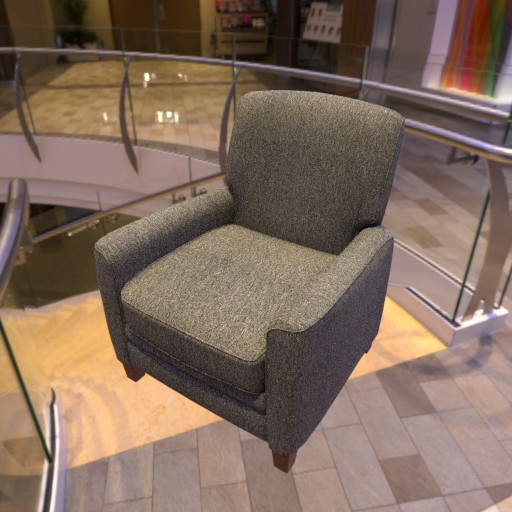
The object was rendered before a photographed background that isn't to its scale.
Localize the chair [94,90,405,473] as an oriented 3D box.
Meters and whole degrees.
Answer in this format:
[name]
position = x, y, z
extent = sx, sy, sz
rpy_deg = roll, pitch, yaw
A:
[chair]
position = 0.000, 0.000, 1.607
extent = 0.848, 1.014, 0.864
rpy_deg = 19, 35, 29
